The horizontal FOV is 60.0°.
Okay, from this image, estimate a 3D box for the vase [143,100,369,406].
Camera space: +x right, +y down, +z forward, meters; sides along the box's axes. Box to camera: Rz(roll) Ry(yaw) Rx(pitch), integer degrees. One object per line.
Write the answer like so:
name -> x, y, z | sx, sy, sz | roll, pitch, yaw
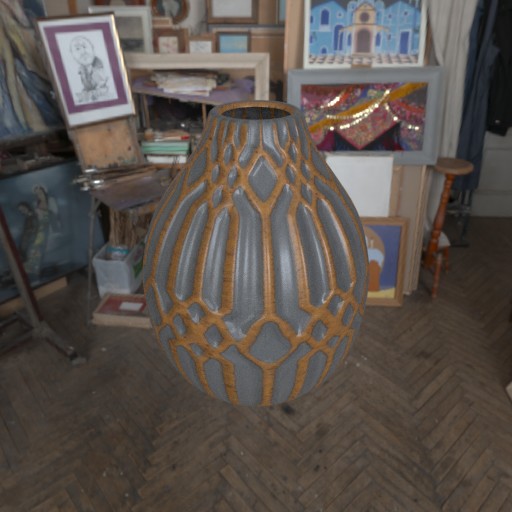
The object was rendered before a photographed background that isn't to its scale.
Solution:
vase -> 0.000, 0.000, 0.136 | 0.069, 0.088, 0.069 | 0, 31, 0
